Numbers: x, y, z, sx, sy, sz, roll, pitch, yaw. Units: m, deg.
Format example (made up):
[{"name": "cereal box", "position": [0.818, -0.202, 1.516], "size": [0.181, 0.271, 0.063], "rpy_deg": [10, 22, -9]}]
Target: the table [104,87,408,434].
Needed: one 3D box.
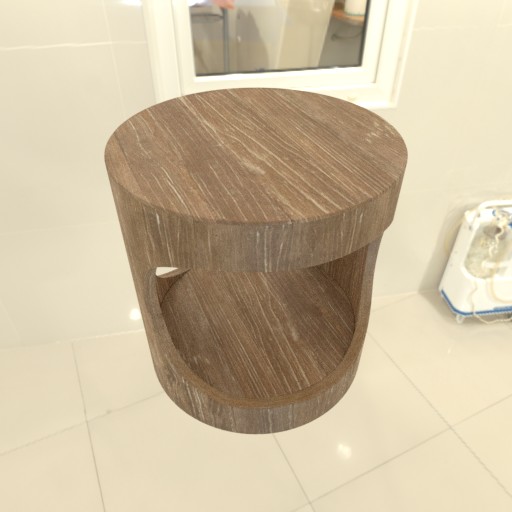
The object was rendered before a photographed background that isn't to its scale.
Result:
[{"name": "table", "position": [0.000, 0.000, 0.970], "size": [0.527, 0.551, 0.527], "rpy_deg": [0, 40, 0]}]
